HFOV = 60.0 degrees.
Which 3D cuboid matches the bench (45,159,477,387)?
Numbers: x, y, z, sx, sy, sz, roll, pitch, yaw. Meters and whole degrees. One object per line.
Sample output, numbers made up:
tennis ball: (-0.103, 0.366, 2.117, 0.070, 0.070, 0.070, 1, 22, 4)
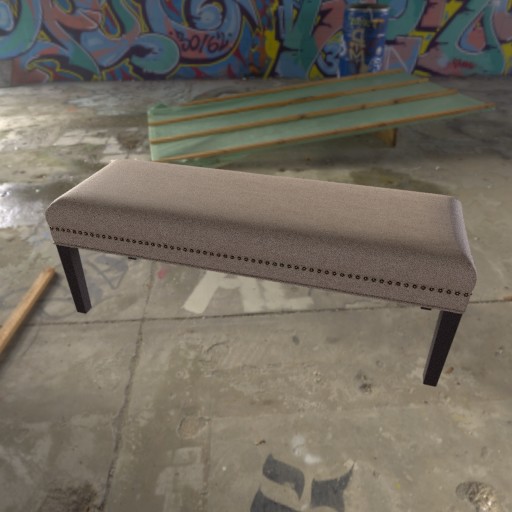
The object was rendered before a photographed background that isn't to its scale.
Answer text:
bench: (0.000, 0.000, 1.453, 1.219, 0.457, 0.410, 9, 34, 13)
